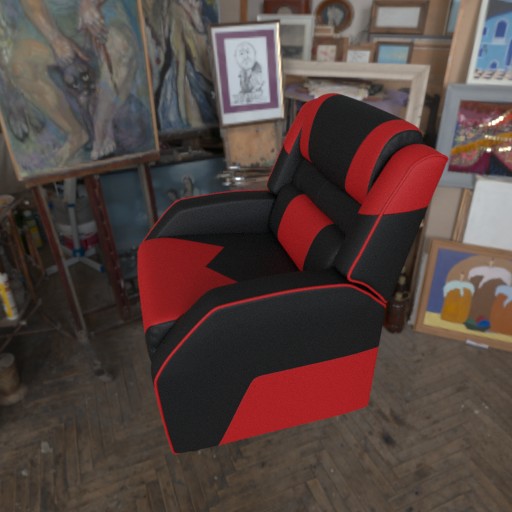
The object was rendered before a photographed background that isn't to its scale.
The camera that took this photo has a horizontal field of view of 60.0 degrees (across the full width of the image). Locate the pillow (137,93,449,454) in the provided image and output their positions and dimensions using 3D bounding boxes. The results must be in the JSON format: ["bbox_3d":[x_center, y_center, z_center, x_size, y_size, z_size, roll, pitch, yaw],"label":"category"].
[{"bbox_3d":[0.000,0.000,1.272,0.672,0.805,0.620,-9,31,-14],"label":"pillow"}]
